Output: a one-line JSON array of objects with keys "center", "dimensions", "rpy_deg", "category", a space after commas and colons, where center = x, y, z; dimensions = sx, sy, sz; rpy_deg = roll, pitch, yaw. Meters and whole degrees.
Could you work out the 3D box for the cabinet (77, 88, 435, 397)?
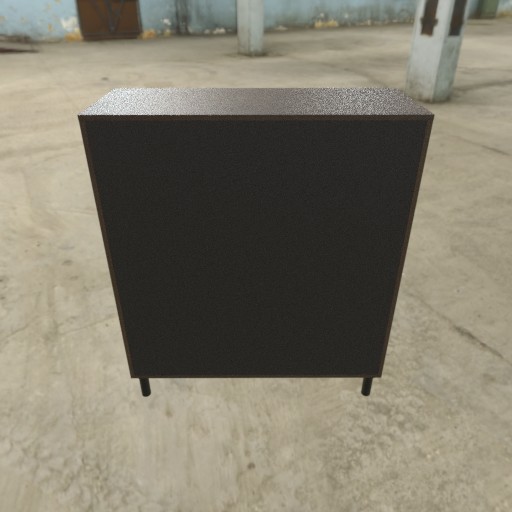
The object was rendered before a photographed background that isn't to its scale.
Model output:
[{"center": [0.000, 0.000, 1.724], "dimensions": [1.010, 1.170, 0.400], "rpy_deg": [0, 31, 0], "category": "cabinet"}]
